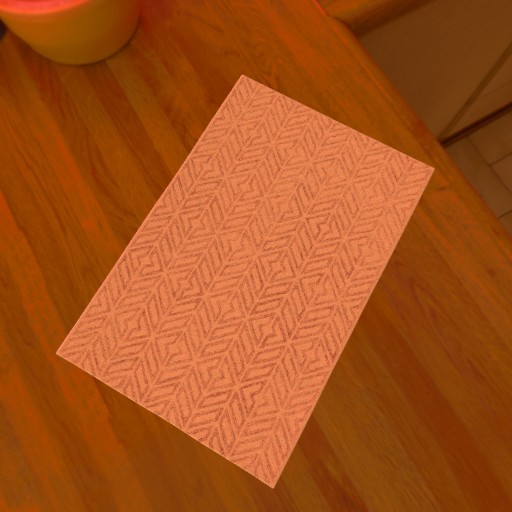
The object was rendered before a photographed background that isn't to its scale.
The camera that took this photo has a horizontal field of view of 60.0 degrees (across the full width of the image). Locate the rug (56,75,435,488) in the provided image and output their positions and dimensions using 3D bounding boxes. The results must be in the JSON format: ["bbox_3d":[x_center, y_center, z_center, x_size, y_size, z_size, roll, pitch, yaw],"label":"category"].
[{"bbox_3d":[0.000,0.000,2.301,1.220,0.007,1.828,29,77,7],"label":"rug"}]
